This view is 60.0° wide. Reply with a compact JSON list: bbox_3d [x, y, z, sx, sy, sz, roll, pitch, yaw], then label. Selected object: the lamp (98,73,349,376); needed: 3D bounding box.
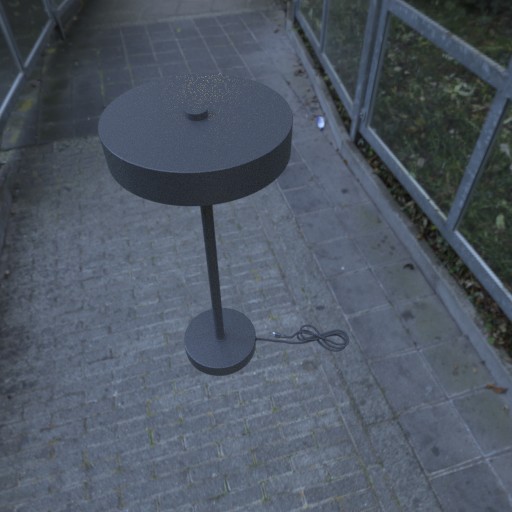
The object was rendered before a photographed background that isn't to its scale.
[{"bbox_3d":[0.000,0.000,0.706,0.369,0.508,0.229,-2,46,-2],"label":"lamp"}]
